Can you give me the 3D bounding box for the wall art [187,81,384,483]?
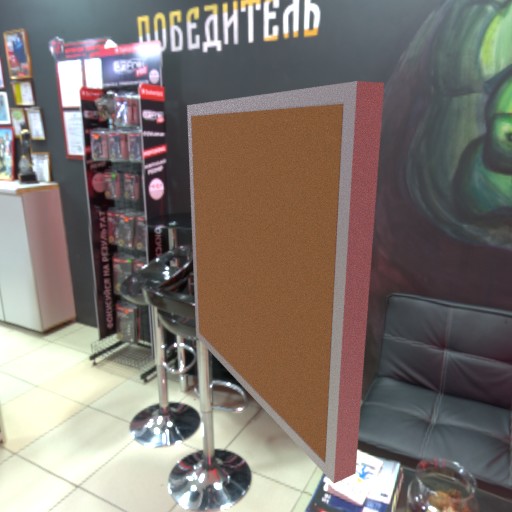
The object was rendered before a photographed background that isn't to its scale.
[{"bbox_3d":[0.000,0.000,0.750,0.038,0.506,0.506,-8,18,-27],"label":"wall art"}]
